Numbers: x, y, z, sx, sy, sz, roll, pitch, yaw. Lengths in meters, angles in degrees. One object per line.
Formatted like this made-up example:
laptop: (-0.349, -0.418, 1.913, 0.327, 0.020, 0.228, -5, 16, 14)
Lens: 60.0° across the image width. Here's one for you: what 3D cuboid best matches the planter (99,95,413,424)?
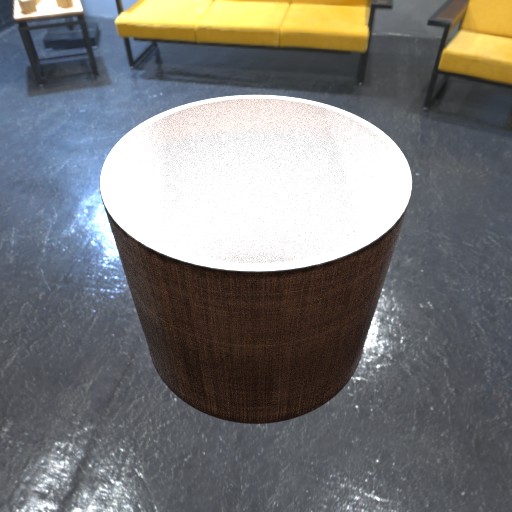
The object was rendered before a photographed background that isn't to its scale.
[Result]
planter: (0.000, 0.000, 0.448, 0.254, 0.221, 0.254, 0, 44, 0)
